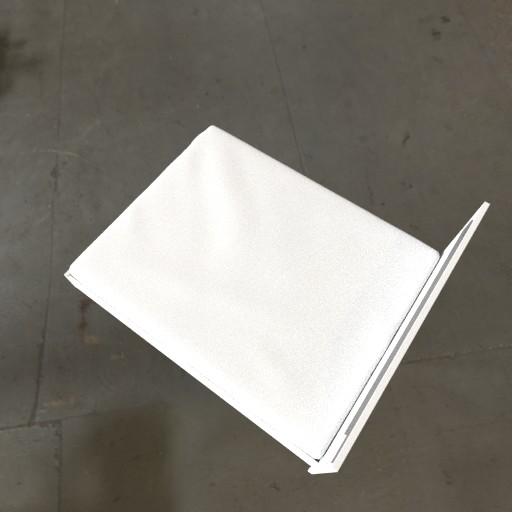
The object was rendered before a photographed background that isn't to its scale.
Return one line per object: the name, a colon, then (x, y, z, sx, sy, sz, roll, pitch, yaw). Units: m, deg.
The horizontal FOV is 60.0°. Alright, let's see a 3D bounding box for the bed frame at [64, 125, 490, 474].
bed frame: (0.000, 0.000, 2.970, 2.100, 1.001, 1.711, 33, 68, 15)
